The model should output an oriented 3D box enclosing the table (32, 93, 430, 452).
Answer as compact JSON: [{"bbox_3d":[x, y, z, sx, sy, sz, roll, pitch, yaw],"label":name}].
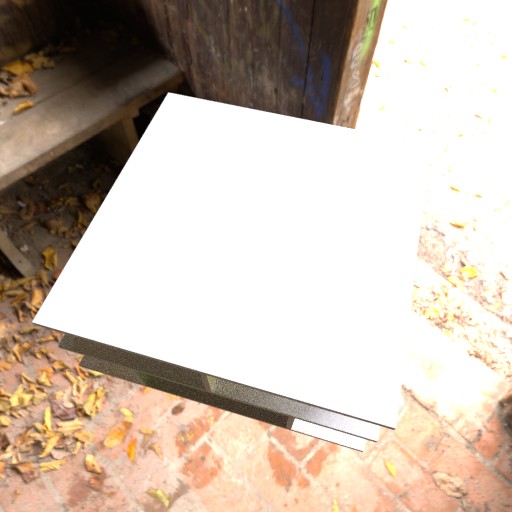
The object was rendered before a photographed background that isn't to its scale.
[{"bbox_3d":[0.000,0.000,1.104,0.700,0.289,0.700,14,60,8],"label":"table"}]
